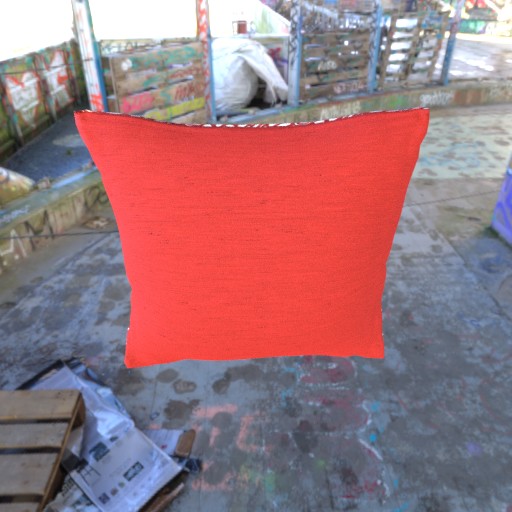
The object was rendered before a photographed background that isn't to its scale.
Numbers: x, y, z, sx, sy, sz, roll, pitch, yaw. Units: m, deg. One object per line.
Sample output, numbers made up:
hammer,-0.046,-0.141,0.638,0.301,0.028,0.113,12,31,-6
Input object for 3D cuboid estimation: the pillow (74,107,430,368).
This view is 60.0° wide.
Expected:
pillow,0.000,0.000,0.646,0.438,0.419,0.162,-1,31,-2
